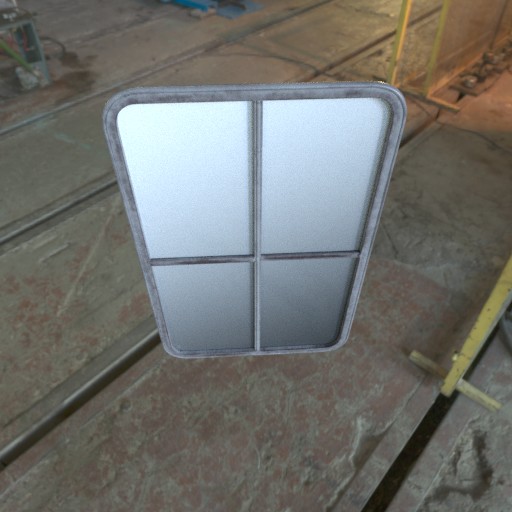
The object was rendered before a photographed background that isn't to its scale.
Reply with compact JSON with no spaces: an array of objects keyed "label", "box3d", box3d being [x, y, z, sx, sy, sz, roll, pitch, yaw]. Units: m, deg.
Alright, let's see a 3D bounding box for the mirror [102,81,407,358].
[{"label":"mirror","box3d":[0.000,0.000,0.889,0.461,0.713,0.024,-2,46,-2]}]
